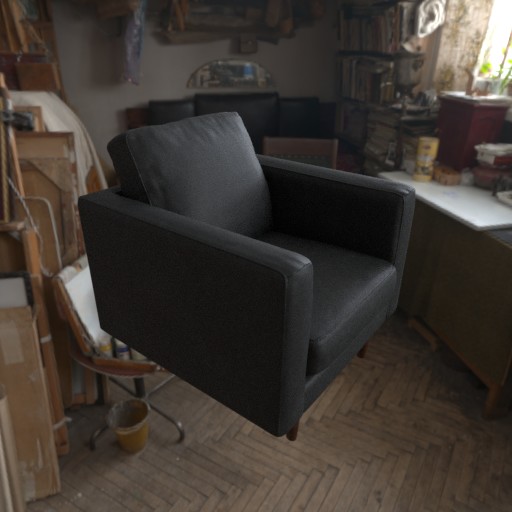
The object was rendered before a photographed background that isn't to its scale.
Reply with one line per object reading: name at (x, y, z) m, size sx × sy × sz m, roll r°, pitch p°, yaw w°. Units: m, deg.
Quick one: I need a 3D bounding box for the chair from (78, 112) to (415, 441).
chair at (0.000, 0.000, 1.596) m, size 0.879 × 0.898 × 0.831 m, roll 19°, pitch 33°, yaw 33°
